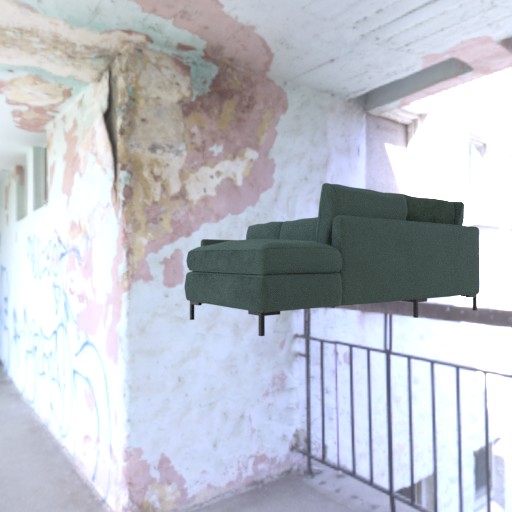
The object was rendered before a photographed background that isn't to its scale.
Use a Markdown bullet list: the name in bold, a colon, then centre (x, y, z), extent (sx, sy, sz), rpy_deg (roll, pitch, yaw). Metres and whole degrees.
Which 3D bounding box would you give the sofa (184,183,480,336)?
- **sofa**: centre (0.000, 0.000, 3.255), extent (1.707, 0.687, 2.486), rpy_deg (0, -1, -35)
